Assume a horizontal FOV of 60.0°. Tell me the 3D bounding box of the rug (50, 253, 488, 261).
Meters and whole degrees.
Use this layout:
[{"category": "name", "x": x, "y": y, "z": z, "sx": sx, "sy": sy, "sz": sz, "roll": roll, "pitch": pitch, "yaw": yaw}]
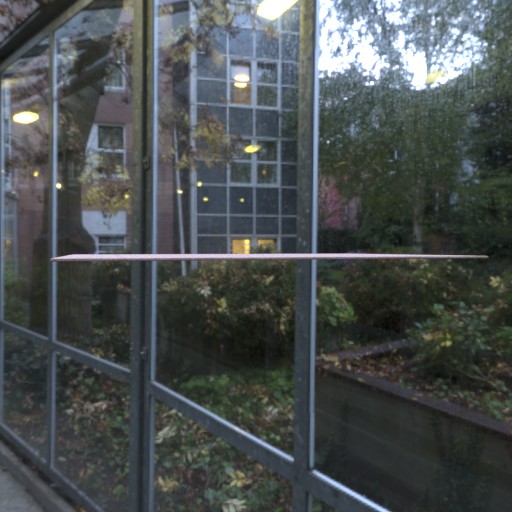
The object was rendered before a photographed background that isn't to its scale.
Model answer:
[{"category": "rug", "x": 0.000, "y": 0.000, "z": 2.997, "sx": 2.390, "sy": 0.015, "sz": 1.609, "roll": 0, "pitch": 1, "yaw": -19}]
